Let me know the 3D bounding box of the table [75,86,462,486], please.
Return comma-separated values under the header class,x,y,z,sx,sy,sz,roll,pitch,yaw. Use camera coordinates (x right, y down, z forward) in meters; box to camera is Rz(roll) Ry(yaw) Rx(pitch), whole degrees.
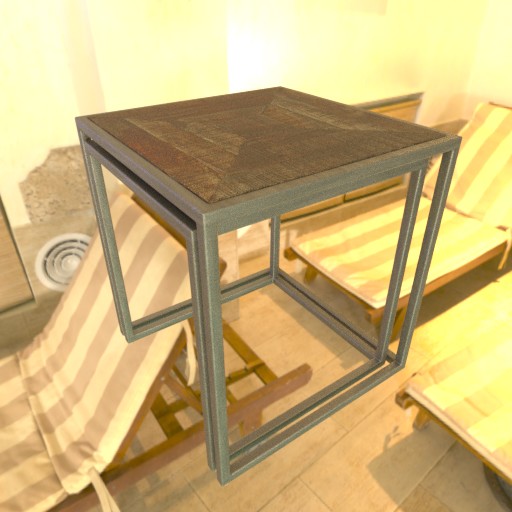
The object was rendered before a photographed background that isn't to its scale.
class,x,y,z,sx,sy,sz,roll,pitch,yaw
table,0.000,0.000,0.847,0.449,0.500,0.450,-21,38,-29
